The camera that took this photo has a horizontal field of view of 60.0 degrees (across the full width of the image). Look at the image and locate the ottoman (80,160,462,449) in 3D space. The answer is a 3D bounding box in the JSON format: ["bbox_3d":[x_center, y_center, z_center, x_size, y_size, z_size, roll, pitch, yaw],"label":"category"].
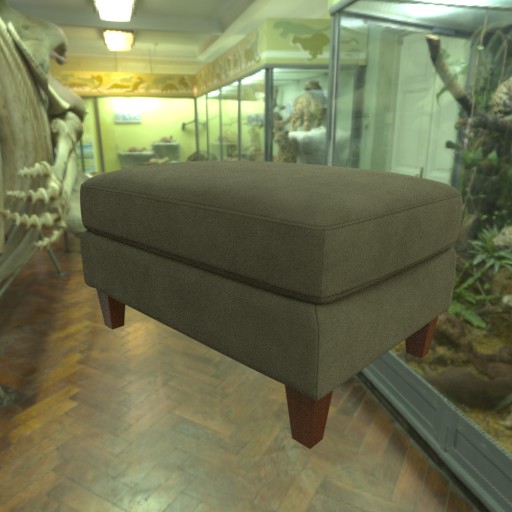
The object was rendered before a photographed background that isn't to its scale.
[{"bbox_3d":[0.000,0.000,1.181,0.864,0.483,0.584,15,22,42],"label":"ottoman"}]
